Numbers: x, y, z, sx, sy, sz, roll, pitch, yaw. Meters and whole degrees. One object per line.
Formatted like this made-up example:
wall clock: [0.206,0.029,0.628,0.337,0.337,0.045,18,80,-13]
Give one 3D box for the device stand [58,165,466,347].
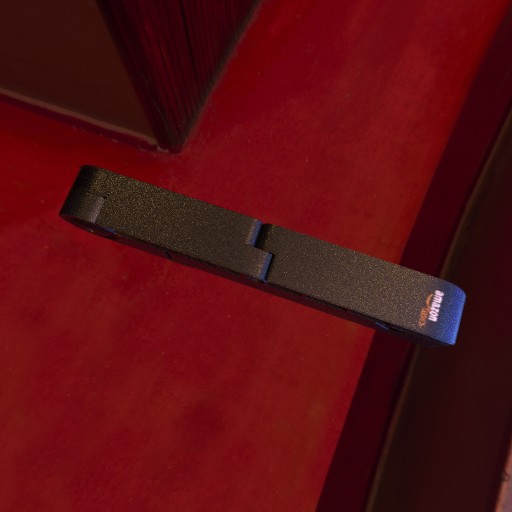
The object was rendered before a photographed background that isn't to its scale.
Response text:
device stand: [0.000,0.000,0.197,0.179,0.030,0.026,19,77,5]
